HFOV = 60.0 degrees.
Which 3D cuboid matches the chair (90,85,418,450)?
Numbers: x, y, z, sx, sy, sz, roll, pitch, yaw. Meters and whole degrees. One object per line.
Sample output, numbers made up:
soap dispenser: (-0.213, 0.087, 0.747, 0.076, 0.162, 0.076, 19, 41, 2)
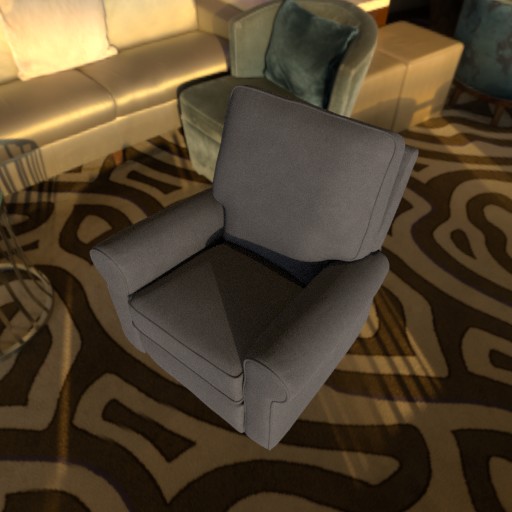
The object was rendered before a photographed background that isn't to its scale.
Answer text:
chair: (0.000, 0.000, 1.666, 0.890, 0.961, 0.878, 29, 52, 26)
